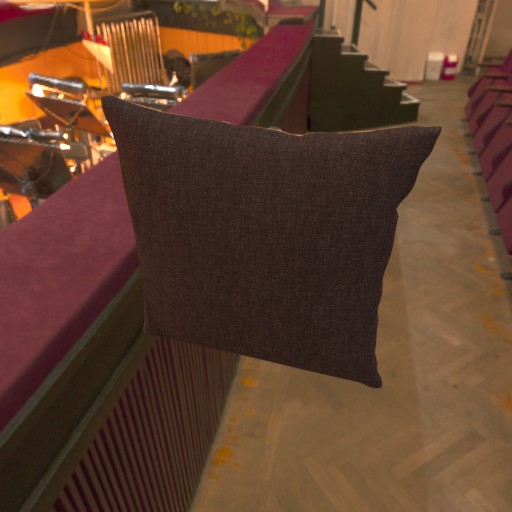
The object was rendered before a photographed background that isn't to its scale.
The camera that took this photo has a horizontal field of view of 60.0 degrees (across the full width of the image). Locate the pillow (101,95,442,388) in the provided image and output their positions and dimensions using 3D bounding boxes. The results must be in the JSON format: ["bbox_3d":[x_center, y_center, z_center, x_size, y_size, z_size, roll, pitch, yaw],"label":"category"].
[{"bbox_3d":[0.000,0.000,0.775,0.510,0.510,0.145,10,36,14],"label":"pillow"}]
